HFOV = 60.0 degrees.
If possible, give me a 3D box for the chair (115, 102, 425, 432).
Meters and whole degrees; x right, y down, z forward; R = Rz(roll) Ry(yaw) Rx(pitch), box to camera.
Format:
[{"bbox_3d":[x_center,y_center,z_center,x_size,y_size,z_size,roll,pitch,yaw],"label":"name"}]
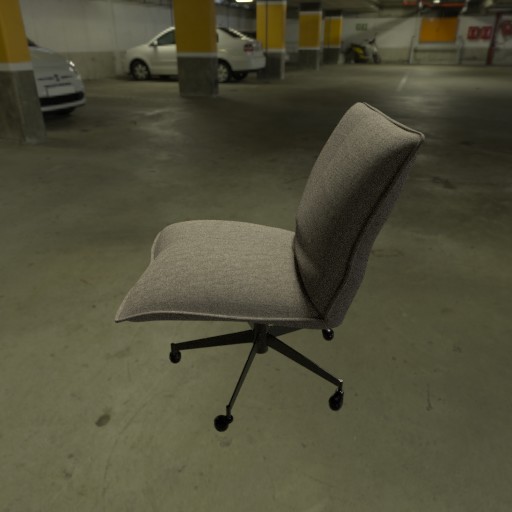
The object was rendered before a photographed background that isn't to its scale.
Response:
[{"bbox_3d":[0.000,0.000,1.301,0.696,0.811,0.597,1,26,1],"label":"chair"}]
